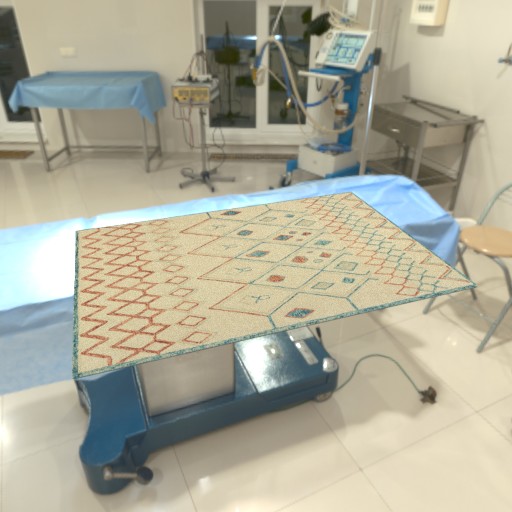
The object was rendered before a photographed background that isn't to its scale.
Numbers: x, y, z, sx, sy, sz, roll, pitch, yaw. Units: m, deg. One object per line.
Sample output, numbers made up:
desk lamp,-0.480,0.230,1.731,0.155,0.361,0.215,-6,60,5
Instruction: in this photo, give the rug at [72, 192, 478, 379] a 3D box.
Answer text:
rug,0.000,0.000,2.360,1.829,0.016,1.219,-10,32,-16
